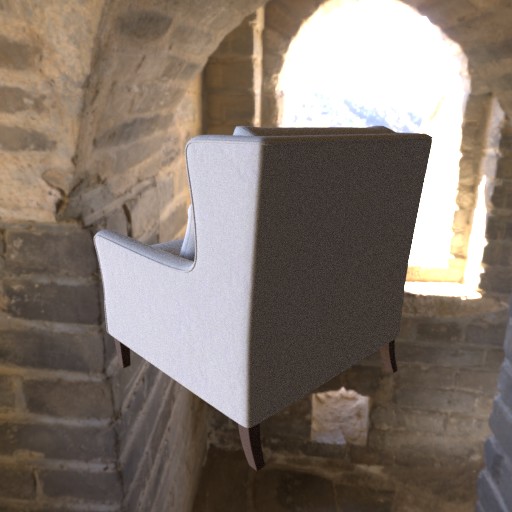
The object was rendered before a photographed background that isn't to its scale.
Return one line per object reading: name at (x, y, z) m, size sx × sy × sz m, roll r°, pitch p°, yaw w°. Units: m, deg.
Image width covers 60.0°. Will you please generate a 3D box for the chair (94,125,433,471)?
chair at (0.000, 0.000, 1.871) m, size 0.982 × 1.056 × 1.040 m, roll -15°, pitch 22°, yaw -42°
